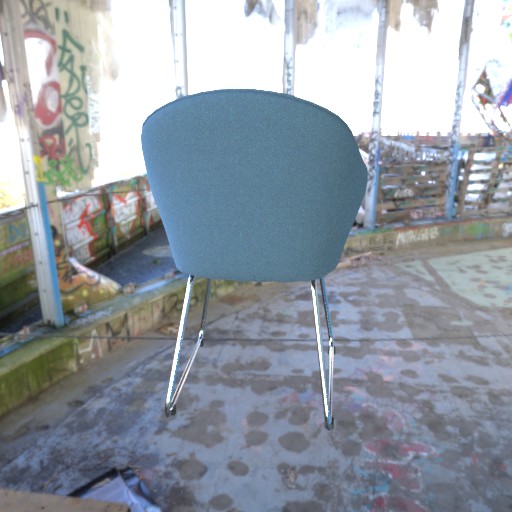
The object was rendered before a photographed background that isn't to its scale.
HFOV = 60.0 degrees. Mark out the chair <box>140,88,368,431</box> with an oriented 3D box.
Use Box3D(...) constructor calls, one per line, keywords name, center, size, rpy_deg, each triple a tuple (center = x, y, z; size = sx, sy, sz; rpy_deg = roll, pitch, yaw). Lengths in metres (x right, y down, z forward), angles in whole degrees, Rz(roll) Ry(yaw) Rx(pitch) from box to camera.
Box3D(name="chair", center=(0.000, 0.000, 1.208), size=(0.570, 0.815, 0.585), rpy_deg=(2, 16, 7))
